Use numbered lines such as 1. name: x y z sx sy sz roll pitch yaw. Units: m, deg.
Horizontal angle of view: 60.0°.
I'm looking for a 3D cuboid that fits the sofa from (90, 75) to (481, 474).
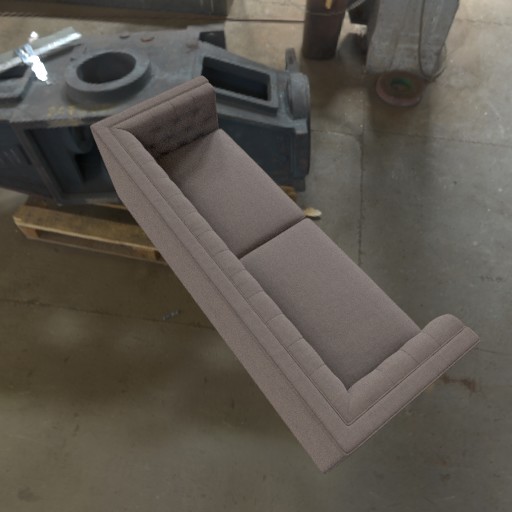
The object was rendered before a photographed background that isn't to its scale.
1. sofa: 0.000 0.000 2.505 0.775 0.762 2.159 -32 64 -18
